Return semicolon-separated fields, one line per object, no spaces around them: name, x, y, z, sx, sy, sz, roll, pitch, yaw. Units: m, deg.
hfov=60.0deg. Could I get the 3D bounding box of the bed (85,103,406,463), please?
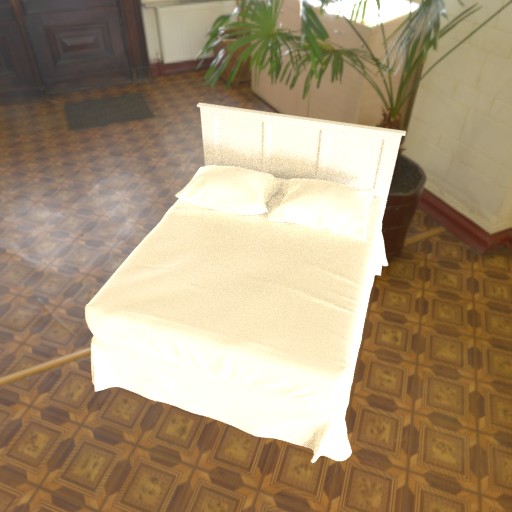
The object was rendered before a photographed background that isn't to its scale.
bed;0.000;0.000;3.153;1.876;1.269;2.047;13;42;14
